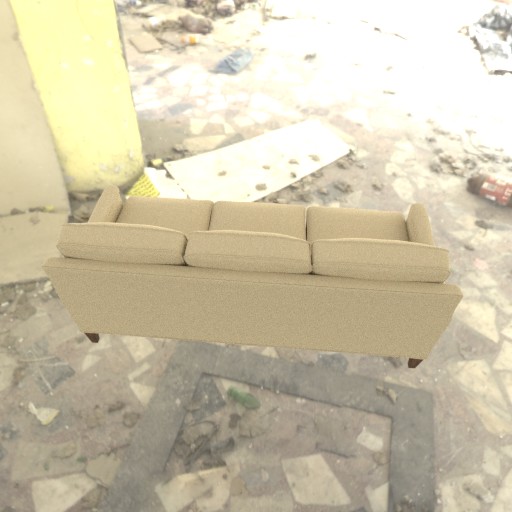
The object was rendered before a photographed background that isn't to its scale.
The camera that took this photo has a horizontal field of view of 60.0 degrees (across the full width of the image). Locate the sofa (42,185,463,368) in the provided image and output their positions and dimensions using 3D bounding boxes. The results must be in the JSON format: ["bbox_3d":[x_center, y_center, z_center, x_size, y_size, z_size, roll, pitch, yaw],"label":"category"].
[{"bbox_3d":[0.000,0.000,2.865,2.246,1.003,1.084,4,46,4],"label":"sofa"}]
